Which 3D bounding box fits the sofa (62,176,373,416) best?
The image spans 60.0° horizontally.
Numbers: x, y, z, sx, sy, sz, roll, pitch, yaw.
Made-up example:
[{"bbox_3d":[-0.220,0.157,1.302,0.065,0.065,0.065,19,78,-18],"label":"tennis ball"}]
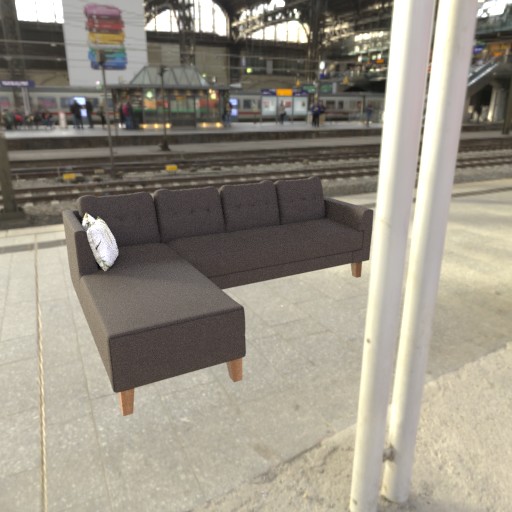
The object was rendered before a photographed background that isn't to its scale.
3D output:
[{"bbox_3d":[0.000,0.000,3.587,2.679,0.932,1.829,-10,21,-27],"label":"sofa"}]
